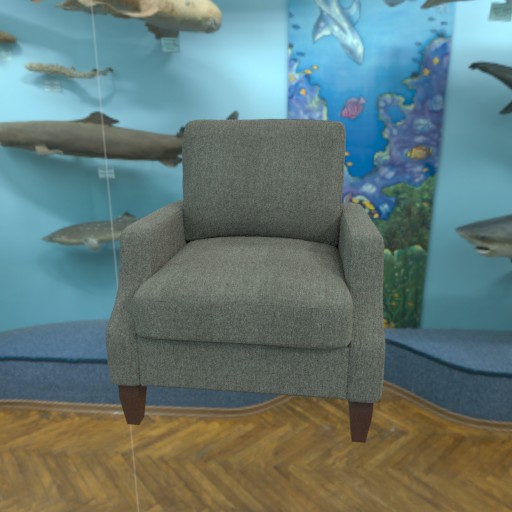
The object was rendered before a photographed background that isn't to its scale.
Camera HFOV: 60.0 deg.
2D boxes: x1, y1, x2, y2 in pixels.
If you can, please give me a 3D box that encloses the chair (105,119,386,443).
[{"bbox_3d":[0.000,0.000,1.665,0.855,0.993,0.897,2,16,6],"label":"chair"}]
